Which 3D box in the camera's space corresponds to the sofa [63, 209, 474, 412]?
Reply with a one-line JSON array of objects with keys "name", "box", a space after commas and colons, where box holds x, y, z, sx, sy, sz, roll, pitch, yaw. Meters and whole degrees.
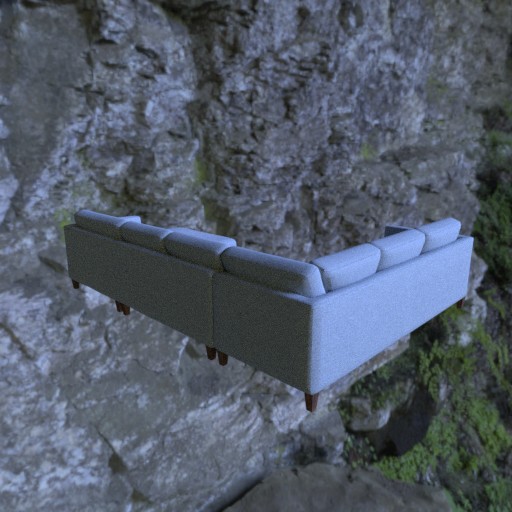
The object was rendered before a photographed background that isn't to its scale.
[{"name": "sofa", "box": [0.000, 0.000, 4.547, 3.403, 0.889, 2.551, 14, 20, 43]}]
